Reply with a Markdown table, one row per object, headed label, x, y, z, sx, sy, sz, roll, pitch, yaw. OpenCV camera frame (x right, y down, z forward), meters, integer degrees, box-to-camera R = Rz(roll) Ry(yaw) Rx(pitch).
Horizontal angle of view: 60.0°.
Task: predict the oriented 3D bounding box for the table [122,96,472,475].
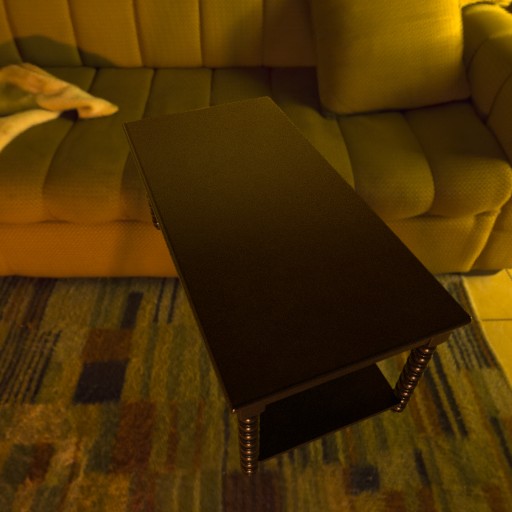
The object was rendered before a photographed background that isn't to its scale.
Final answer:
| label | x | y | z | sx | sy | sz | roll | pitch | yaw |
| --- | --- | --- | --- | --- | --- | --- | --- | --- | --- |
| table | 0.000 | 0.000 | 1.457 | 0.580 | 0.487 | 1.171 | -16 | 47 | -15 |
